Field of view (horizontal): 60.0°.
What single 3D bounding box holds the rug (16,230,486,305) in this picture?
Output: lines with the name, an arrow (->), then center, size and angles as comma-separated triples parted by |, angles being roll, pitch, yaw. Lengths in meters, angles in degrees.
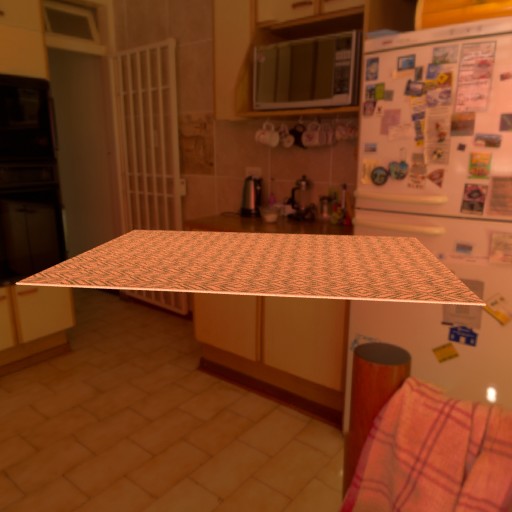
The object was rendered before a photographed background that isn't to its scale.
rug -> 0.000, 0.000, 2.289 | 1.828, 0.007, 1.220 | 2, 14, 8
